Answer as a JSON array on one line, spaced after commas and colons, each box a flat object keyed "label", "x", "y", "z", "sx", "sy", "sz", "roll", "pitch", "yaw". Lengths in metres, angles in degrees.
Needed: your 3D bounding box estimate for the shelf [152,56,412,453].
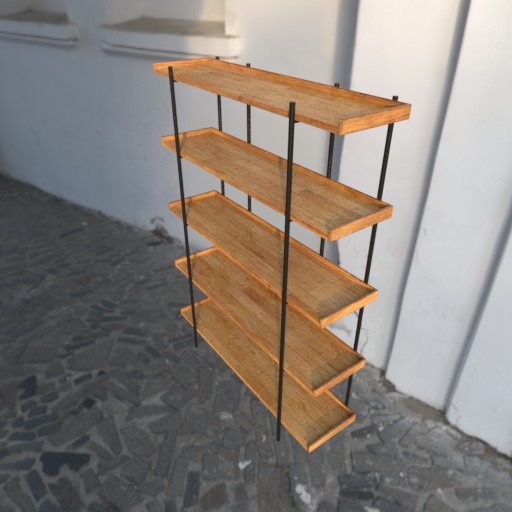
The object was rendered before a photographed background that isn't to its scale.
[{"label": "shelf", "x": 0.000, "y": 0.000, "z": 2.397, "sx": 0.379, "sy": 1.826, "sz": 1.371, "roll": -21, "pitch": 38, "yaw": -30}]
